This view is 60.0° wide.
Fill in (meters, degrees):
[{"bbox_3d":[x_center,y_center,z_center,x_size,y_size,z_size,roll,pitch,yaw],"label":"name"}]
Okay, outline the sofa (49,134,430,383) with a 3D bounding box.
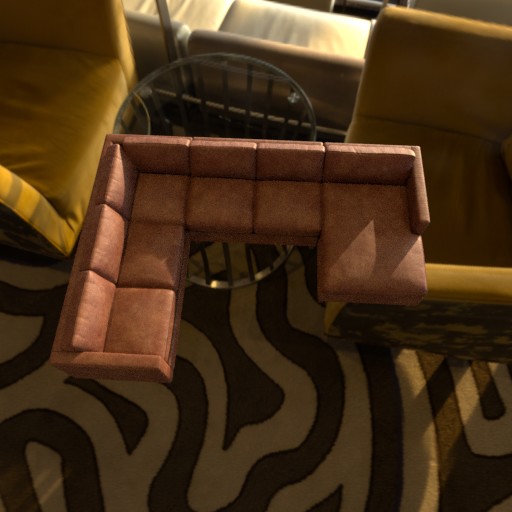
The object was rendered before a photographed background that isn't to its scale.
[{"bbox_3d":[0.000,0.000,4.418,3.324,0.888,2.452,3,65,1],"label":"sofa"}]
